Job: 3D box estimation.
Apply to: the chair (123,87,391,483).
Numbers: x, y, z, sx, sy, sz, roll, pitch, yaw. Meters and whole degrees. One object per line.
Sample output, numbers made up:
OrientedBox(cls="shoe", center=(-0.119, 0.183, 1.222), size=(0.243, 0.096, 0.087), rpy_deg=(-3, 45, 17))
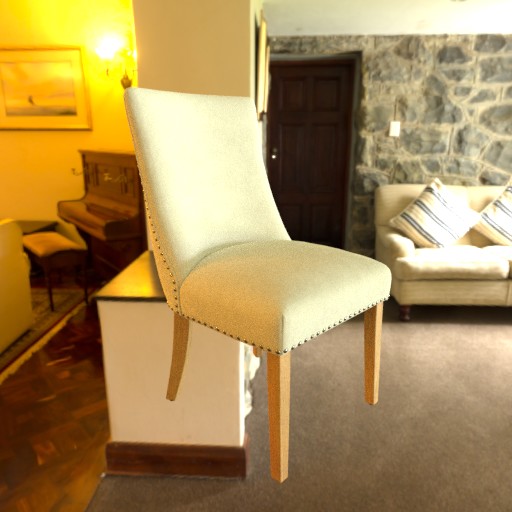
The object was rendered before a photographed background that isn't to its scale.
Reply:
OrientedBox(cls="chair", center=(0.000, 0.000, 1.254), size=(0.610, 0.902, 0.495), rpy_deg=(14, 21, 42))
